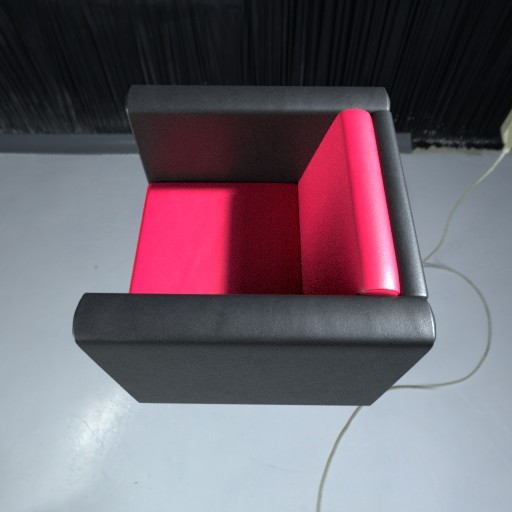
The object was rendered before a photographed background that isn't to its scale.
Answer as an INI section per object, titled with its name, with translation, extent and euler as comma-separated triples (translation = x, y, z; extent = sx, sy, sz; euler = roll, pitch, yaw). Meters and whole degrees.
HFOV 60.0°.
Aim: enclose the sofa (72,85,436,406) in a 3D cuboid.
[sofa]
translation = 0.000, 0.000, 1.454
extent = 0.809, 0.724, 0.839
euler = 1, 59, 0
